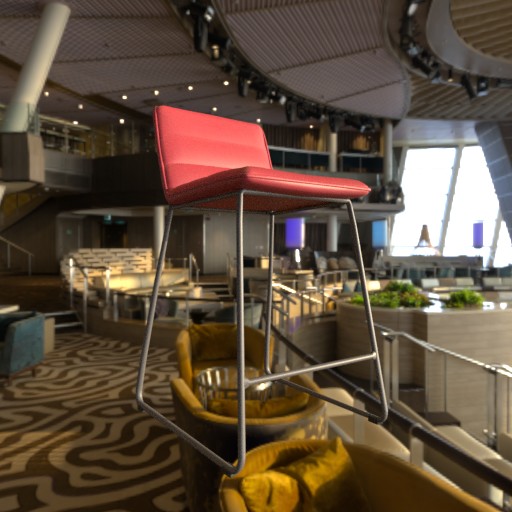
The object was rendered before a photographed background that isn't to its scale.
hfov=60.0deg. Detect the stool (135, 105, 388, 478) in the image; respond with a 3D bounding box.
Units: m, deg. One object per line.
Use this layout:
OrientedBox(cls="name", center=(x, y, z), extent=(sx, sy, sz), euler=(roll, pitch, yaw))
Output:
OrientedBox(cls="stool", center=(0.000, 0.000, 1.193), extent=(0.489, 0.866, 0.524), euler=(-1, 1, -36))
